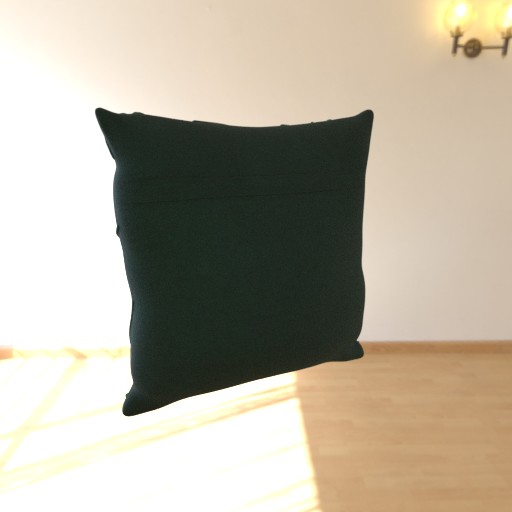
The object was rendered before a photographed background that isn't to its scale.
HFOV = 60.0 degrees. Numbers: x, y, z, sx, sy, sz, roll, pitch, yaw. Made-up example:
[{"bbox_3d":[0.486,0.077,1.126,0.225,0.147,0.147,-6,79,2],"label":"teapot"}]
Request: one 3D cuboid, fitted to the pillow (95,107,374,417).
[{"bbox_3d":[0.000,0.000,0.686,0.439,0.440,0.184,-8,17,-25],"label":"pillow"}]
